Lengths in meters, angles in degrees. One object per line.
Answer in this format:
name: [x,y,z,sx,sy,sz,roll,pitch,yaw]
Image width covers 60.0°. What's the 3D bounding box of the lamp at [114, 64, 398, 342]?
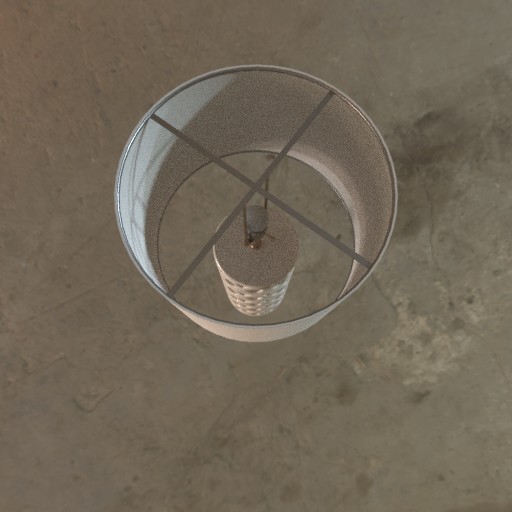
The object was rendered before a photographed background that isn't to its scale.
lamp: [0.000,0.000,0.817,0.324,0.636,0.325,36,78,9]
